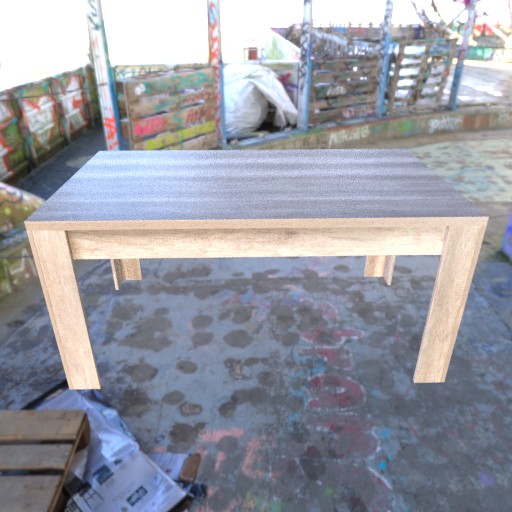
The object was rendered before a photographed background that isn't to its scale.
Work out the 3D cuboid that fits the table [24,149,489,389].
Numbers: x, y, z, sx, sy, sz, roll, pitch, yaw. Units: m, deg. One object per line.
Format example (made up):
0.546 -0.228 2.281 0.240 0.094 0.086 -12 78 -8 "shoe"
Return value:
0.000 0.000 2.104 1.600 0.775 0.900 -1 28 -1 "table"
